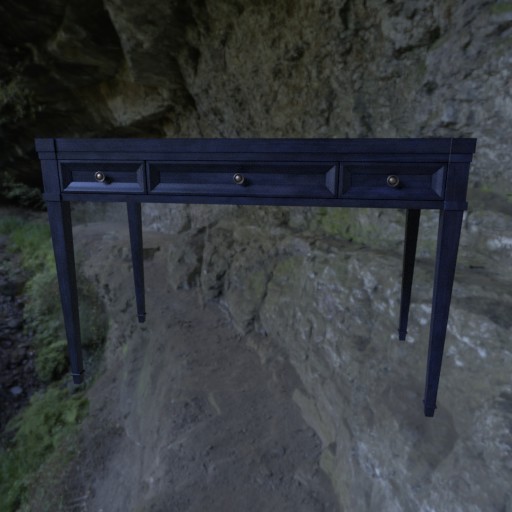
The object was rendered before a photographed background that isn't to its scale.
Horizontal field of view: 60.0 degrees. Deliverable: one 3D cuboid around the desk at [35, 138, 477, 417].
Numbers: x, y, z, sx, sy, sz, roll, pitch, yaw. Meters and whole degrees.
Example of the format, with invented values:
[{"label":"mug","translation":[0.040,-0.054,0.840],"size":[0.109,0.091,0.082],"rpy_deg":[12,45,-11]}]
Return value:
[{"label":"desk","translation":[0.000,0.000,1.682],"size":[1.289,0.861,0.630],"rpy_deg":[2,15,9]}]
